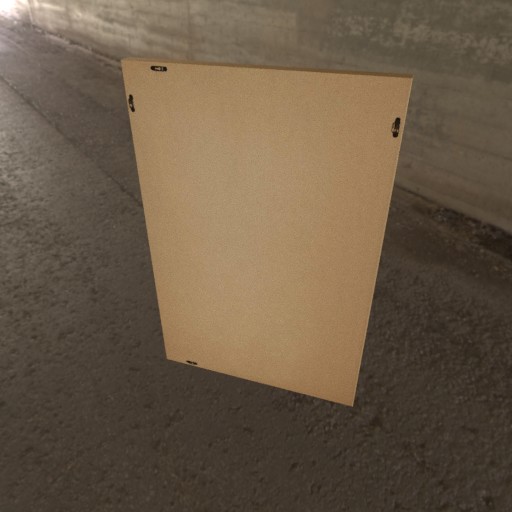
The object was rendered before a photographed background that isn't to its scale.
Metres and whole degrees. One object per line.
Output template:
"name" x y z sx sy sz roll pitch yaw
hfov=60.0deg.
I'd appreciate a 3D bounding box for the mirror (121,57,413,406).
"mirror" 0.000 0.000 1.146 0.609 0.915 0.041 10 35 15
